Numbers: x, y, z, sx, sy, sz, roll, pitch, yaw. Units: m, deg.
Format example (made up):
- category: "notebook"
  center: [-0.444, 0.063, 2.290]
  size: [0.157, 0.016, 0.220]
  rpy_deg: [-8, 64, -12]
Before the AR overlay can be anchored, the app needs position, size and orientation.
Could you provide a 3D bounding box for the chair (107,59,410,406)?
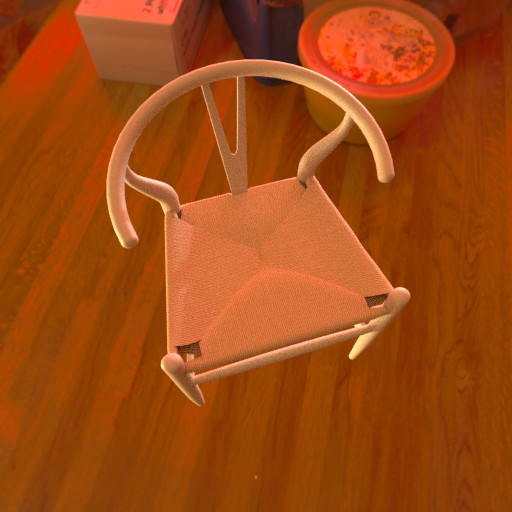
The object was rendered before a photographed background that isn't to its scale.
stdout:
- category: "chair"
  center: [0.000, 0.000, 1.078]
  size: [0.533, 0.736, 0.500]
  rpy_deg: [-15, 64, -7]
